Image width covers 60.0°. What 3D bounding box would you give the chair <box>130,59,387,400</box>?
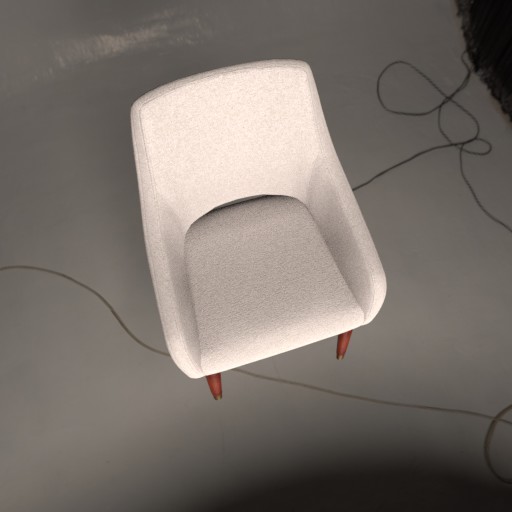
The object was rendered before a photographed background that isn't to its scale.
[{"bbox_3d":[0.000,0.000,1.320,0.609,0.889,0.600,-16,66,-7],"label":"chair"}]
